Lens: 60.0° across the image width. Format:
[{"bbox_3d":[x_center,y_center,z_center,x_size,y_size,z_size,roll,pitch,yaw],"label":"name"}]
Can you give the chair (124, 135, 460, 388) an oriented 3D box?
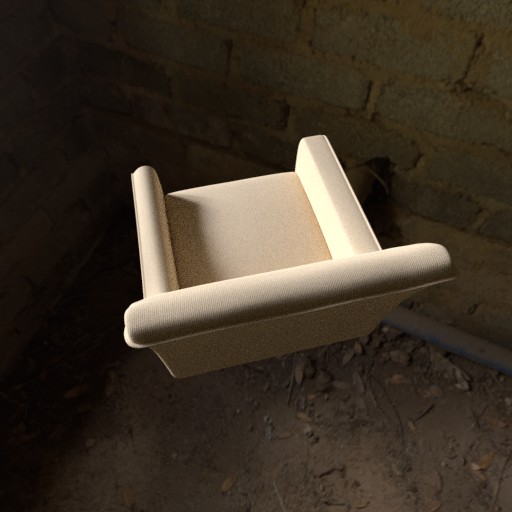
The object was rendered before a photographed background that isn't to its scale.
[{"bbox_3d":[0.000,0.000,1.569,0.780,0.919,0.899,-11,57,-8],"label":"chair"}]
